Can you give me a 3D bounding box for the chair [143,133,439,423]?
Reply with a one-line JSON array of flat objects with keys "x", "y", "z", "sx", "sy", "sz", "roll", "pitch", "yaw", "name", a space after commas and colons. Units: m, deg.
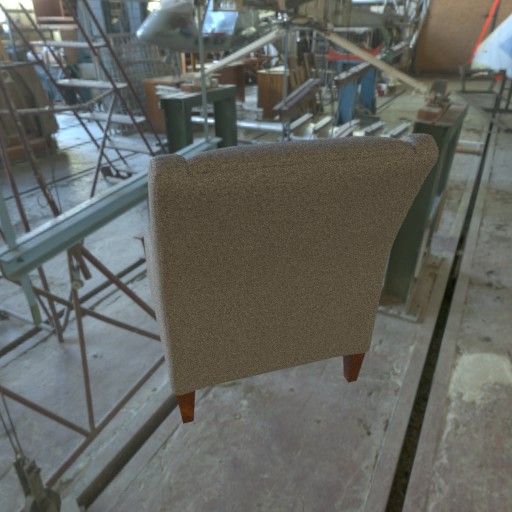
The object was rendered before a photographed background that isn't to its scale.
[{"x": 0.000, "y": 0.000, "z": 1.644, "sx": 0.774, "sy": 1.016, "sz": 0.870, "roll": -9, "pitch": 30, "yaw": -16, "name": "chair"}]
